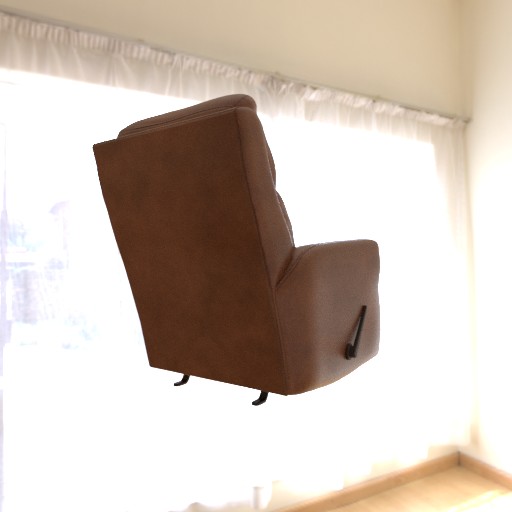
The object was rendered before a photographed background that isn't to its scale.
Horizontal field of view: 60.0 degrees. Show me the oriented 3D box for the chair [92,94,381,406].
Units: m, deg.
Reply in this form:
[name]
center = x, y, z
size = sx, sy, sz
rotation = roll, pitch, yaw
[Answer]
[chair]
center = 0.000, 0.000, 1.823
size = 0.821, 1.016, 1.072
rotation = 0, 0, 36
